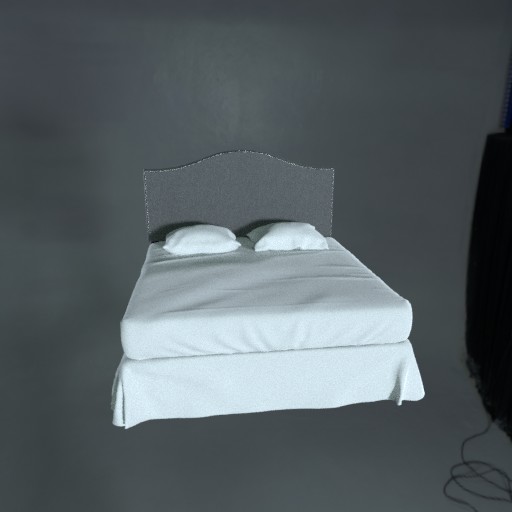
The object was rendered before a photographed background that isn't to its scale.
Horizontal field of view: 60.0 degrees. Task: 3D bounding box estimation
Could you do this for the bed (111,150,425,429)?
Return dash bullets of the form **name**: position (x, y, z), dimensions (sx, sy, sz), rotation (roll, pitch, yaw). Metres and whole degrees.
- **bed**: position (0.000, 0.000, 3.808), dimensions (2.314, 1.651, 2.219), rotation (-2, 17, -7)
